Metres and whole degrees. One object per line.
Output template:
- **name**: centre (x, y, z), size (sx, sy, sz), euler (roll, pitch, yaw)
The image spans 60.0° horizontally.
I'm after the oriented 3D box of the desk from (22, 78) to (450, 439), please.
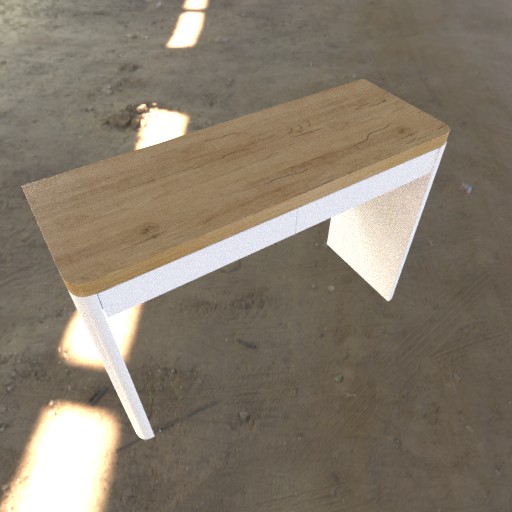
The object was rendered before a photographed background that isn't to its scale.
- **desk**: centre (0.000, 0.000, 1.439), size (1.100, 0.760, 0.390), euler (-25, 51, -22)
